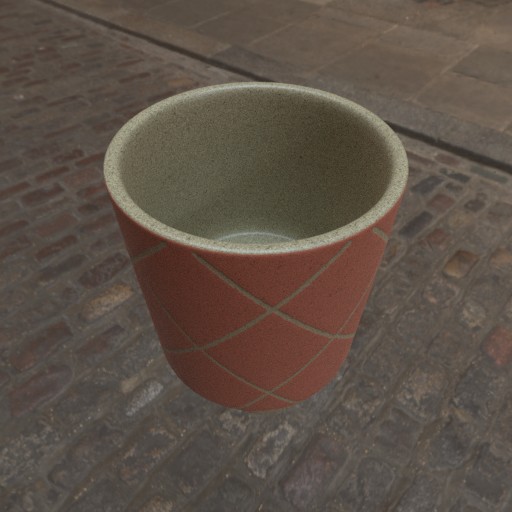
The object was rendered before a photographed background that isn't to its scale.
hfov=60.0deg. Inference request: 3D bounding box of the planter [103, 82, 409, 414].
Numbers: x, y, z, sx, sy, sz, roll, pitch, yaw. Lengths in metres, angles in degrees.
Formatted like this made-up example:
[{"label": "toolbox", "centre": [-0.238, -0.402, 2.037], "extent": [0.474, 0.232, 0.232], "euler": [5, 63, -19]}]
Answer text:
[{"label": "planter", "centre": [0.000, 0.000, 0.354], "extent": [0.191, 0.200, 0.191], "euler": [0, 46, 0]}]
